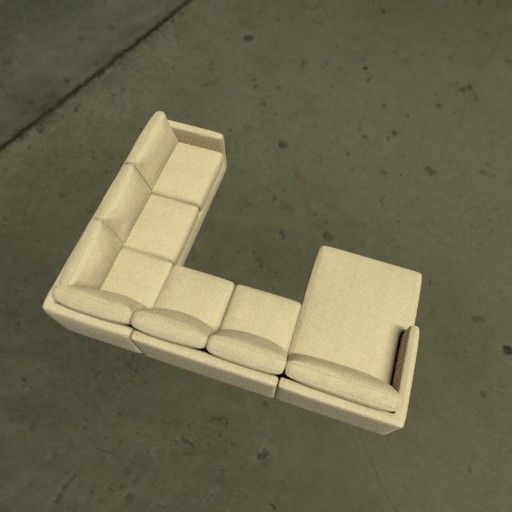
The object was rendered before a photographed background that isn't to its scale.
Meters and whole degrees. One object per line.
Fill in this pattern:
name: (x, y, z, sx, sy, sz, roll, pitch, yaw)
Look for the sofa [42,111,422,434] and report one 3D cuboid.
sofa: (0.000, 0.000, 4.691, 3.460, 0.959, 2.593, 16, 64, 8)
